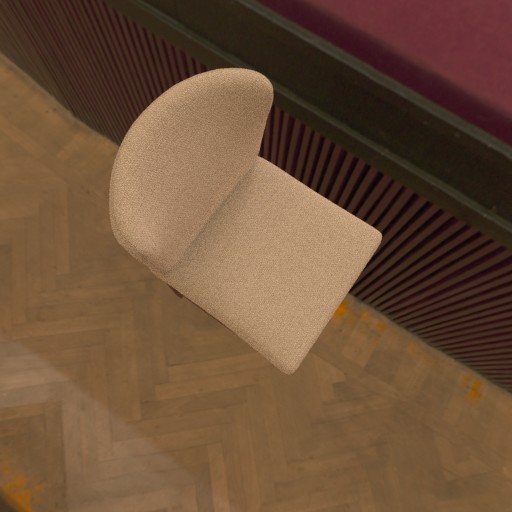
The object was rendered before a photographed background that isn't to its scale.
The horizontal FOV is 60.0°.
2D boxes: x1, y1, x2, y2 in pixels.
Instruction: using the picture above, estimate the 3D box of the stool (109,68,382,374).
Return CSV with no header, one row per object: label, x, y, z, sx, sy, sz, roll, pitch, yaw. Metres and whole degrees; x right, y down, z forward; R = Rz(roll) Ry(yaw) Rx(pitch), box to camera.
stool,0.000,0.000,1.362,0.568,1.069,0.481,34,78,8
